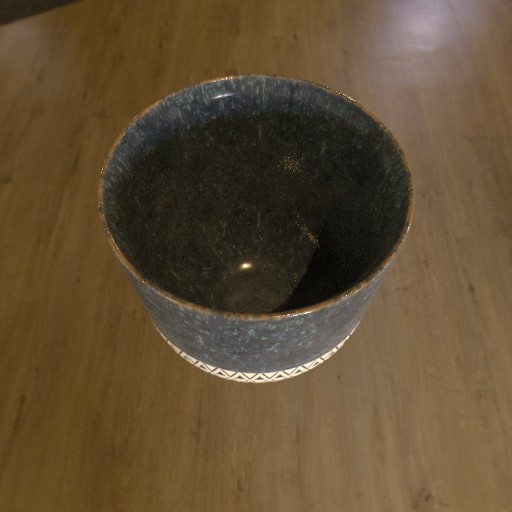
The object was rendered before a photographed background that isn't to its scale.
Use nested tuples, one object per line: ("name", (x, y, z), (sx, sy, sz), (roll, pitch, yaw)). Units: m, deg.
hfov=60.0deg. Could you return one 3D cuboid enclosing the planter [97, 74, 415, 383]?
("planter", (0.000, 0.000, 0.491), (0.266, 0.270, 0.266), (0, 59, 0))
